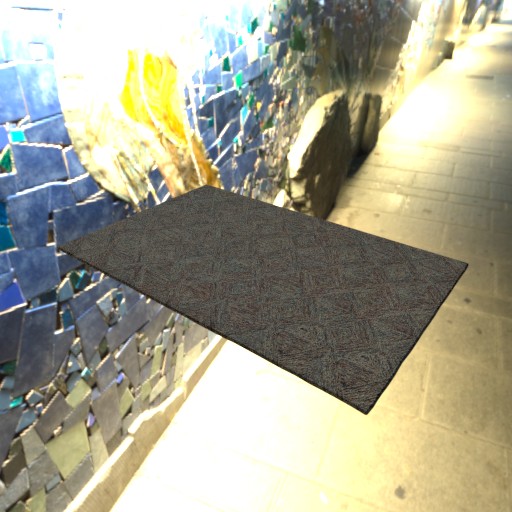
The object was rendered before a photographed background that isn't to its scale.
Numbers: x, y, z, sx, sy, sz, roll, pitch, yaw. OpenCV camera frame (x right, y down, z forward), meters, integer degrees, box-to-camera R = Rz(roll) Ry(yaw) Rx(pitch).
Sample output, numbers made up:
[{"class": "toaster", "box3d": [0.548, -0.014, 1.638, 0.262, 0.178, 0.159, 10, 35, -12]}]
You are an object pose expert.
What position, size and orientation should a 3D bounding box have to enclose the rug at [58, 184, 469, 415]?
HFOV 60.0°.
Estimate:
[{"class": "rug", "box3d": [0.000, 0.000, 2.240, 1.761, 0.014, 1.143, 21, 36, 32]}]
